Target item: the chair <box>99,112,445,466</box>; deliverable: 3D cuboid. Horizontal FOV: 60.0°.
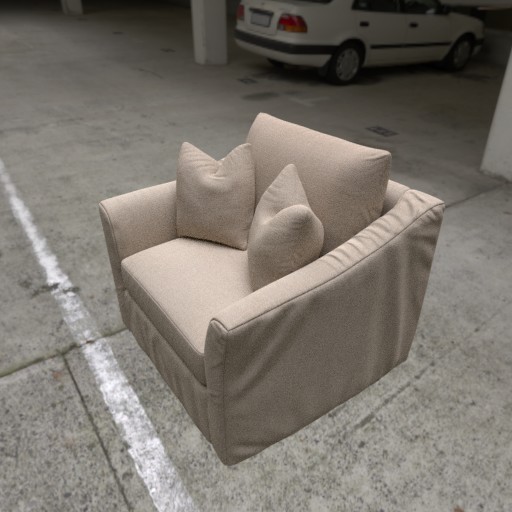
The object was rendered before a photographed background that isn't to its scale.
[{"bbox_3d":[0.000,0.000,2.086,1.071,1.093,1.194,-20,36,-30],"label":"chair"}]
